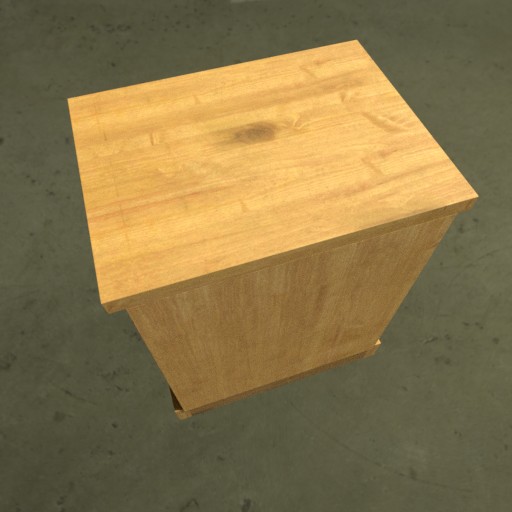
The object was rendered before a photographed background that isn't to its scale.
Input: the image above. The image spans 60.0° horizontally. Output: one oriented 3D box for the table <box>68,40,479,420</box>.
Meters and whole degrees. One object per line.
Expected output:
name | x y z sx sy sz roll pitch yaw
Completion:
table | 0.000 0.000 1.193 0.660 0.813 0.500 -16 59 -10
